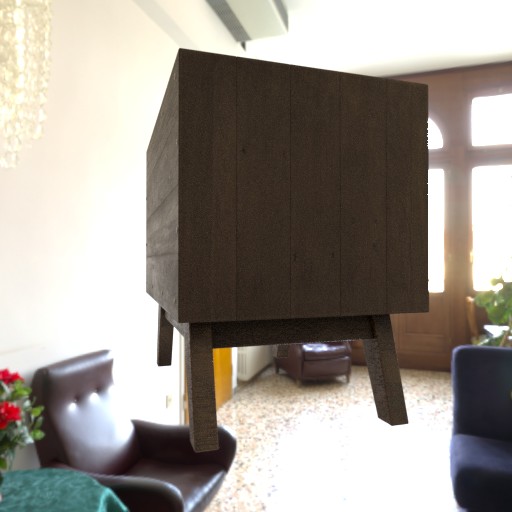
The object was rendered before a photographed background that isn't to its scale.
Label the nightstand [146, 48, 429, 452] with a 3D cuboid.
[{"bbox_3d":[0.000,0.000,1.019,0.450,0.599,0.650,0,-1,-18],"label":"nightstand"}]
